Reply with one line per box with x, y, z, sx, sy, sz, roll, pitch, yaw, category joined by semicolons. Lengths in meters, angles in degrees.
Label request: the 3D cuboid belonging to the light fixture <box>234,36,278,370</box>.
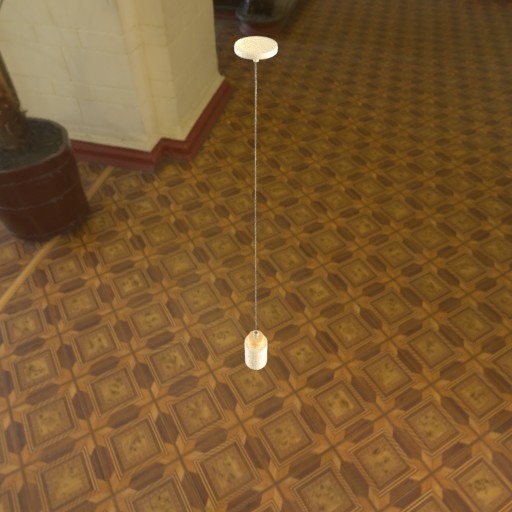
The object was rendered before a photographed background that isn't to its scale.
0.000;0.000;1.940;0.125;1.798;0.125;-24;52;-20;light fixture
